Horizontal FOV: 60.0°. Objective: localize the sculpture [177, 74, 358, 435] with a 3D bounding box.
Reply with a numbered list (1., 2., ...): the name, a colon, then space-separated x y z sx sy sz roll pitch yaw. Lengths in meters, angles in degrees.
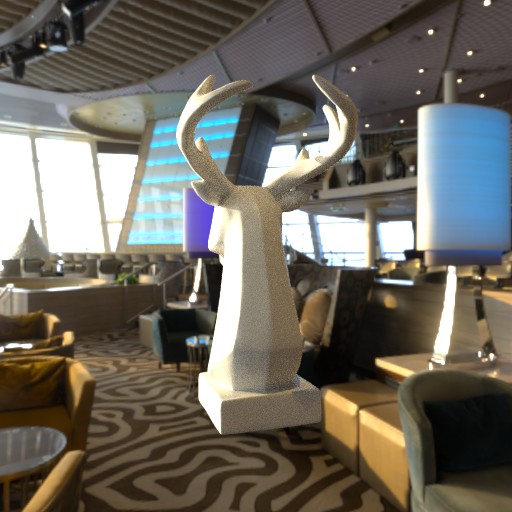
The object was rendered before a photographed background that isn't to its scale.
1. sculpture: 0.000 0.000 0.464 0.174 0.329 0.224 0 0 -18
